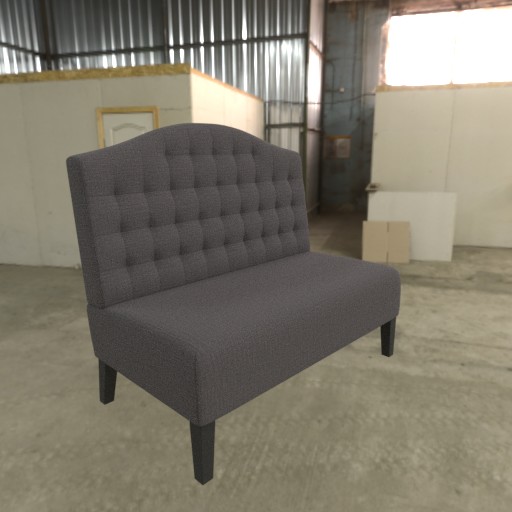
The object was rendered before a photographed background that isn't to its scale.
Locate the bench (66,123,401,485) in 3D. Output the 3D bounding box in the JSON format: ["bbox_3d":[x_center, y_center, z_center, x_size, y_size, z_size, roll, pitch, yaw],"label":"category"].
[{"bbox_3d":[0.000,0.000,2.017,0.815,1.180,1.335,13,20,42],"label":"bench"}]
